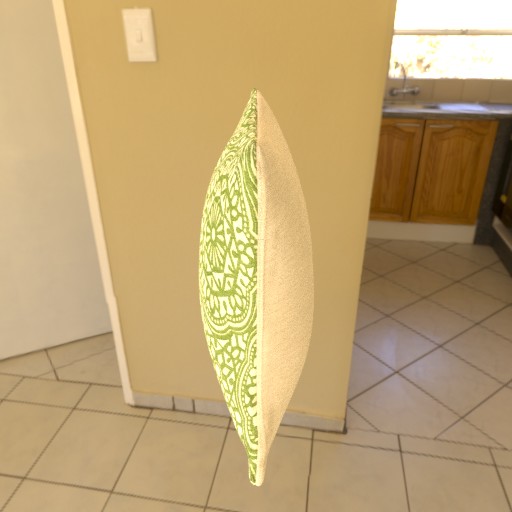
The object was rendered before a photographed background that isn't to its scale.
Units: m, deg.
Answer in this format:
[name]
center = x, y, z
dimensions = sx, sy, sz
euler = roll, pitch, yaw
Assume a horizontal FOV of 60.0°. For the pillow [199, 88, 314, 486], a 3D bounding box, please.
[pillow]
center = 0.000, 0.000, 0.646
dimensions = 0.162, 0.419, 0.440
euler = 0, 27, 0
